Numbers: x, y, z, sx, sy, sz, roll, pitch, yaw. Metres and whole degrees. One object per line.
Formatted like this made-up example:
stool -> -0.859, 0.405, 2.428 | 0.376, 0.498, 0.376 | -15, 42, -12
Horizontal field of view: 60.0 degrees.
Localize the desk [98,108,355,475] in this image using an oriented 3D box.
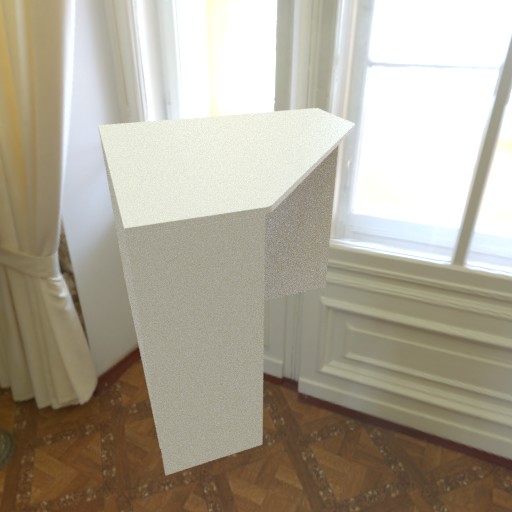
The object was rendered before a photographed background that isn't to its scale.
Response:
desk -> 0.000, 0.000, 1.636 | 0.926, 0.818, 0.940 | -10, 31, -18
